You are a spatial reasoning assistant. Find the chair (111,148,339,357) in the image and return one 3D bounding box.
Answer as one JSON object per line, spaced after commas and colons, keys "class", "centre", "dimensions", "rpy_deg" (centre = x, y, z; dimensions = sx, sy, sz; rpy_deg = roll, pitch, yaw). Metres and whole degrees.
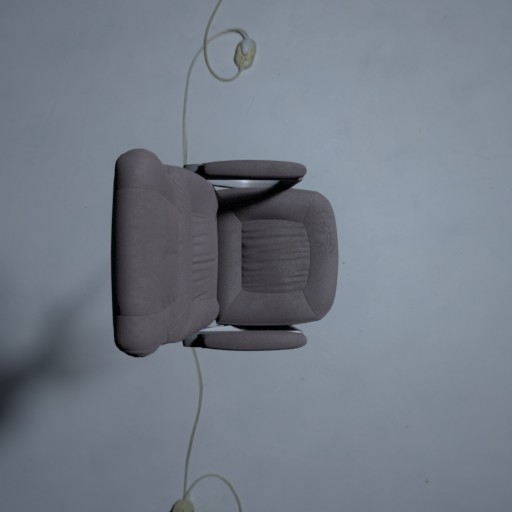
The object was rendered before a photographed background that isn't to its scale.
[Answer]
{"class": "chair", "centre": [0.000, 0.000, 1.586], "dimensions": [0.724, 1.105, 0.667], "rpy_deg": [0, 89, -1]}
